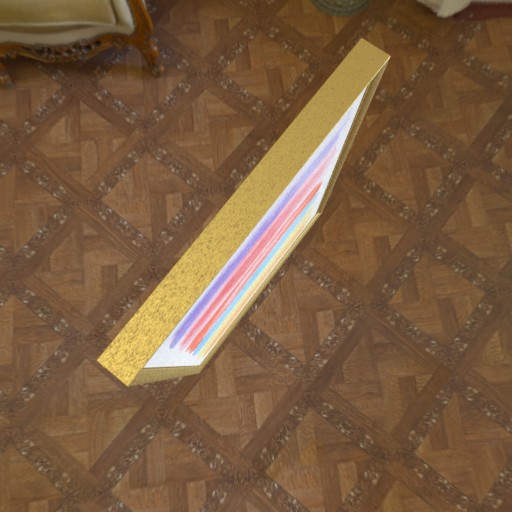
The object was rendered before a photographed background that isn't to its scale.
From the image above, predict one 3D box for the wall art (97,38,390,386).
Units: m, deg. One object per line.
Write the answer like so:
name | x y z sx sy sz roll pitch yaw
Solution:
wall art | 0.000 0.000 0.861 0.048 0.642 0.537 36 79 8
